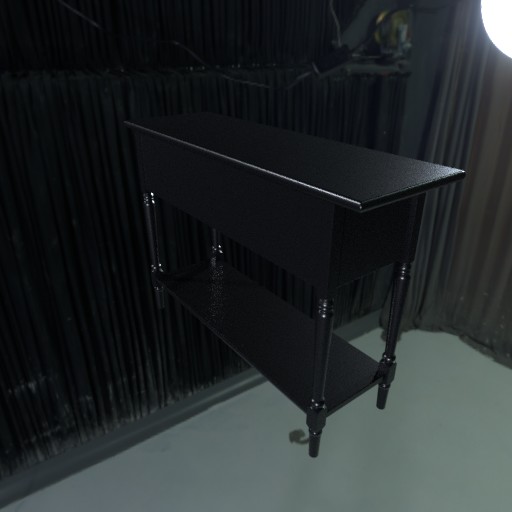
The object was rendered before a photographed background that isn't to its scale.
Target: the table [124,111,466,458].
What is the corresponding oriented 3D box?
[{"bbox_3d":[0.000,0.000,1.580,0.386,0.819,1.191,-19,32,-33],"label":"table"}]
